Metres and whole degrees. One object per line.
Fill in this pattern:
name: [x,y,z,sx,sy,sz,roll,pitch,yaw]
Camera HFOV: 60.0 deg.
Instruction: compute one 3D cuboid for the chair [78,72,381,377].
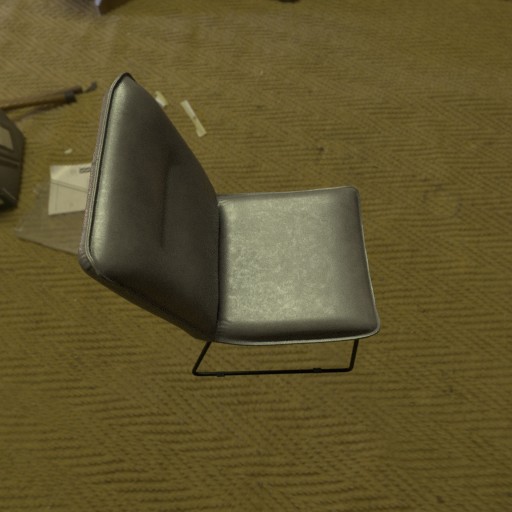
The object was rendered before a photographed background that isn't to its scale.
chair: [0.000,0.000,1.309,0.688,0.932,0.515,-2,64,-1]
